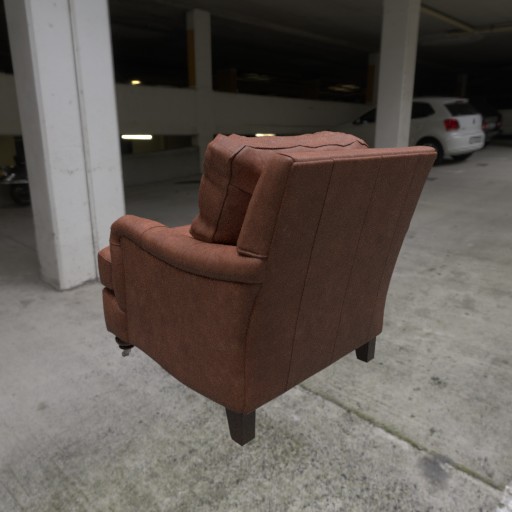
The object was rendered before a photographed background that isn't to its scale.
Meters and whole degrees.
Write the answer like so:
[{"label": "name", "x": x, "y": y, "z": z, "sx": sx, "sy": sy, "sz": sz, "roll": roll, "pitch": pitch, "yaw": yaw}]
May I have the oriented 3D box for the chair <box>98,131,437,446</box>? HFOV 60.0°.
[{"label": "chair", "x": 0.000, "y": 0.000, "z": 1.945, "sx": 1.158, "sy": 1.055, "sz": 0.986, "roll": 15, "pitch": 22, "yaw": 43}]
